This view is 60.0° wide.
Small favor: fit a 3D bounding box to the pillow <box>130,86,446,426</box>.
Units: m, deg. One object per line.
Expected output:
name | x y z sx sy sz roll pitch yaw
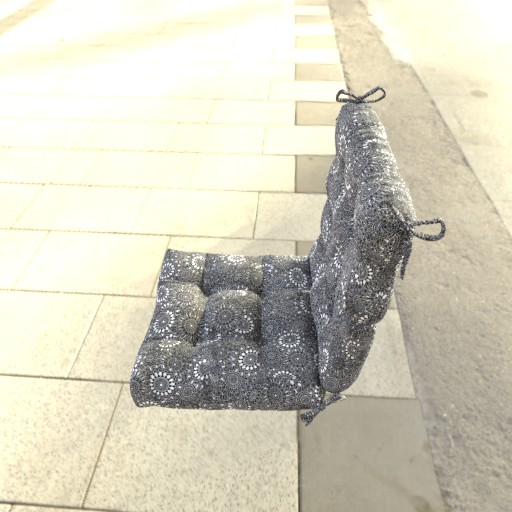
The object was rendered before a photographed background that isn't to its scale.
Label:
pillow | 0.000 0.000 1.006 0.571 0.605 0.519 1 42 1
